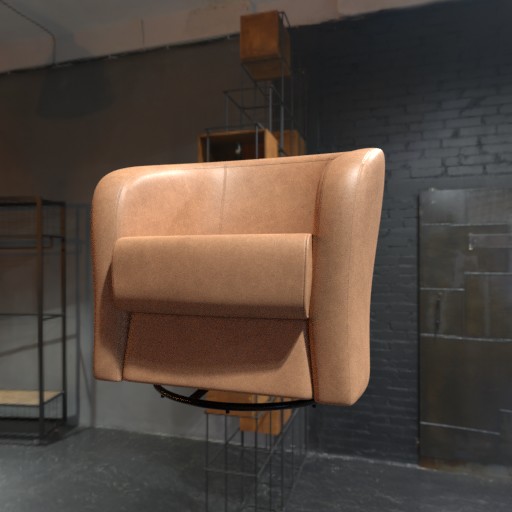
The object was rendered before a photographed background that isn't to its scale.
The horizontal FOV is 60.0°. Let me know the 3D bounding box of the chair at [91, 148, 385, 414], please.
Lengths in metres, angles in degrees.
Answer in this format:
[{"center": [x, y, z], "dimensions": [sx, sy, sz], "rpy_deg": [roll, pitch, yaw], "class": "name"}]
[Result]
[{"center": [0.000, 0.000, 1.402], "dimensions": [0.791, 0.771, 0.815], "rpy_deg": [0, -1, 19], "class": "chair"}]
